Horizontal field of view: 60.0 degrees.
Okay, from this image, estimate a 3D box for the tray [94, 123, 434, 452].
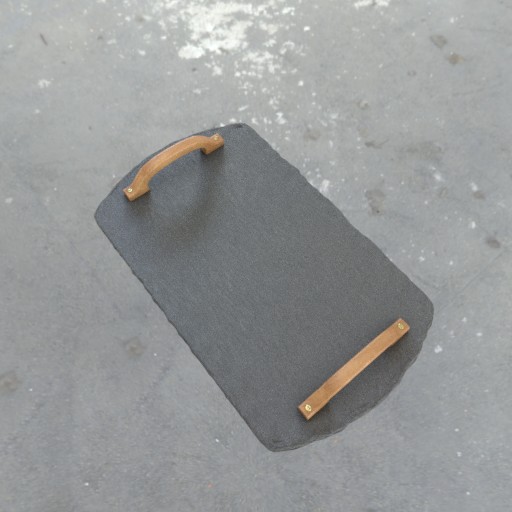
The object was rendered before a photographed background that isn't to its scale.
[{"bbox_3d":[0.000,0.000,0.483,0.231,0.062,0.387,-36,69,-16],"label":"tray"}]
